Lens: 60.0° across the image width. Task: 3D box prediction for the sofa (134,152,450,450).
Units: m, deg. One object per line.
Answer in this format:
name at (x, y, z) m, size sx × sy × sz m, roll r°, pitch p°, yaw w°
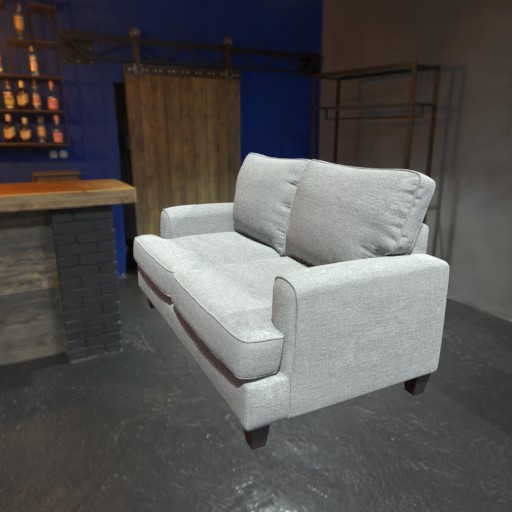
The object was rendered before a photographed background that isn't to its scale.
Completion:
sofa at (0.000, 0.000, 2.287) m, size 0.965 × 0.965 × 1.651 m, roll -8°, pitch 18°, yaw -26°
